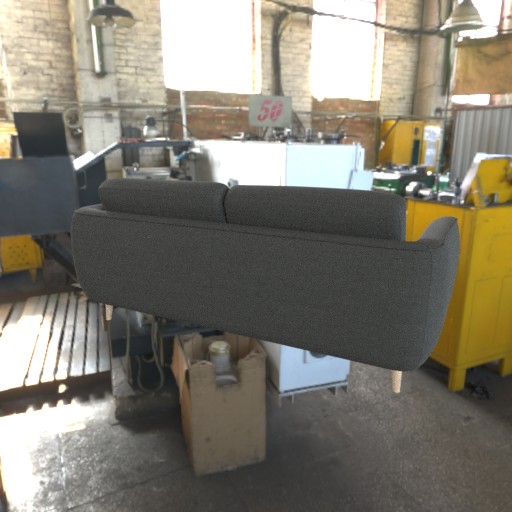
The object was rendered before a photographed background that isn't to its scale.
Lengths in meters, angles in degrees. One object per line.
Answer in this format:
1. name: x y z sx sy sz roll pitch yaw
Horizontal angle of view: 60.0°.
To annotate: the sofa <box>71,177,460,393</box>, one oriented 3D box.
1. sofa: 0.000 0.000 2.444 2.000 0.850 0.920 8 17 27
